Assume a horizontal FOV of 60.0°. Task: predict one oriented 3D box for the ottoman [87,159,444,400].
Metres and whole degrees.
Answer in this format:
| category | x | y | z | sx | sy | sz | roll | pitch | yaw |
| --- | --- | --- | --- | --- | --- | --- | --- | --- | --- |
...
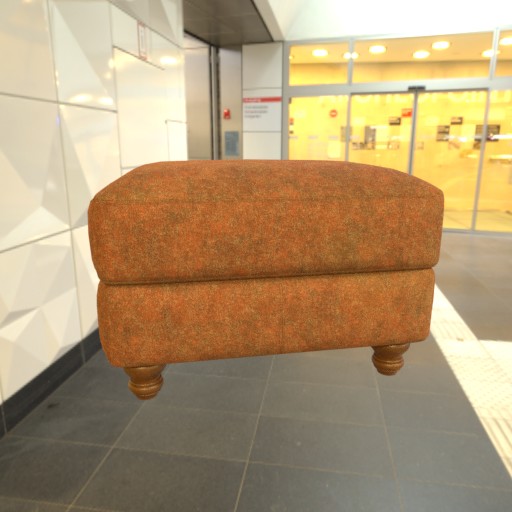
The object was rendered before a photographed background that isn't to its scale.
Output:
| category | x | y | z | sx | sy | sz | roll | pitch | yaw |
| --- | --- | --- | --- | --- | --- | --- | --- | --- | --- |
| ottoman | 0.000 | 0.000 | 1.194 | 0.787 | 0.508 | 0.635 | -3 | 14 | -10 |
